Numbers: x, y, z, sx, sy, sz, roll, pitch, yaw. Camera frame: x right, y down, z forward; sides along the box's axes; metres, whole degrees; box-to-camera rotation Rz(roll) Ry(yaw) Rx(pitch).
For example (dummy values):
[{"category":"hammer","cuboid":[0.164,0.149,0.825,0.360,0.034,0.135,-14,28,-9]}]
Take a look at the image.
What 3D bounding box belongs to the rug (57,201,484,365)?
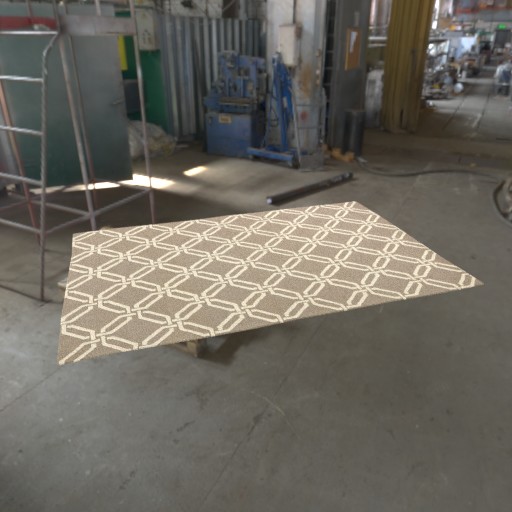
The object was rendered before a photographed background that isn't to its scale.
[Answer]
[{"category":"rug","cuboid":[0.000,0.000,2.178,1.748,0.010,1.142,-8,28,-16]}]
